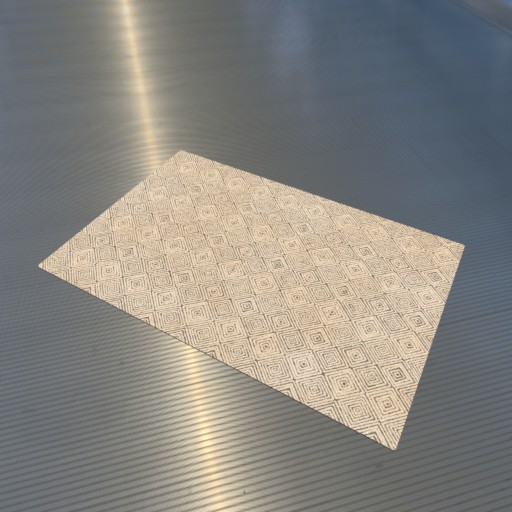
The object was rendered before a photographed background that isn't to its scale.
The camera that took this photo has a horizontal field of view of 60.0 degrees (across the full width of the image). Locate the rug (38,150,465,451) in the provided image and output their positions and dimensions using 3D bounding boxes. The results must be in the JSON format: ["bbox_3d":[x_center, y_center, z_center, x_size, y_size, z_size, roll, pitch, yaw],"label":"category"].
[{"bbox_3d":[0.000,0.000,2.210,1.783,0.008,1.175,22,50,20],"label":"rug"}]
